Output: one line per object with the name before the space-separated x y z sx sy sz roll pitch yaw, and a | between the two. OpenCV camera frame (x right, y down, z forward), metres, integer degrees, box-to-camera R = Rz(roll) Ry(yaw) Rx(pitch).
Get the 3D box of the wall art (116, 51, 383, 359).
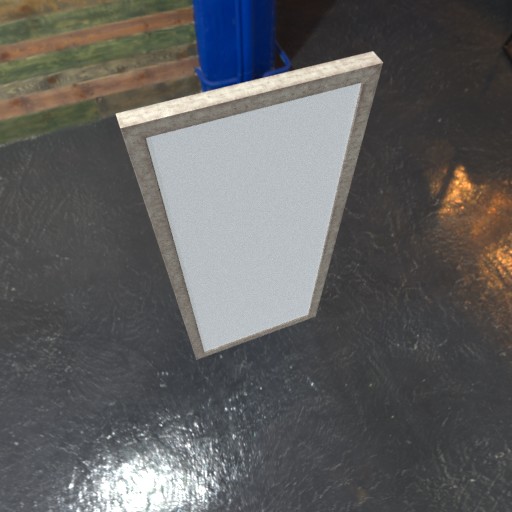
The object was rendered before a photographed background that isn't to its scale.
wall art | 0.000 0.000 1.647 0.648 1.461 0.051 -18 59 -11
